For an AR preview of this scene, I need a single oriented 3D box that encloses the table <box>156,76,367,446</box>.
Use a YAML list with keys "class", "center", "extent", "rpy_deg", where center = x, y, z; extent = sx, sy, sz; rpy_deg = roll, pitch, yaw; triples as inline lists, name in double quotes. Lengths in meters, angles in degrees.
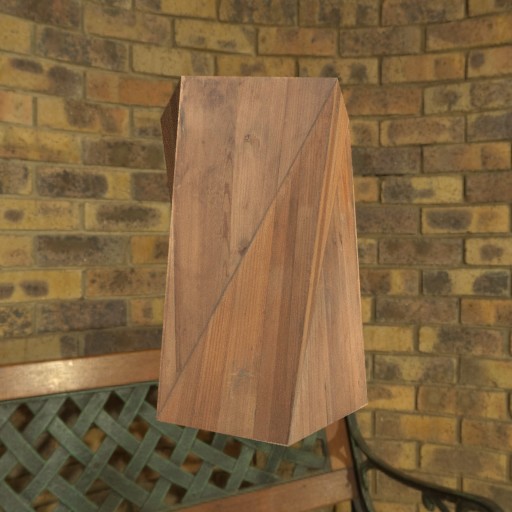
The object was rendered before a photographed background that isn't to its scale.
- class: "table"
  center: [0.000, 0.000, 0.922]
  extent: [0.425, 0.604, 0.441]
  rpy_deg: [1, 1, 36]
